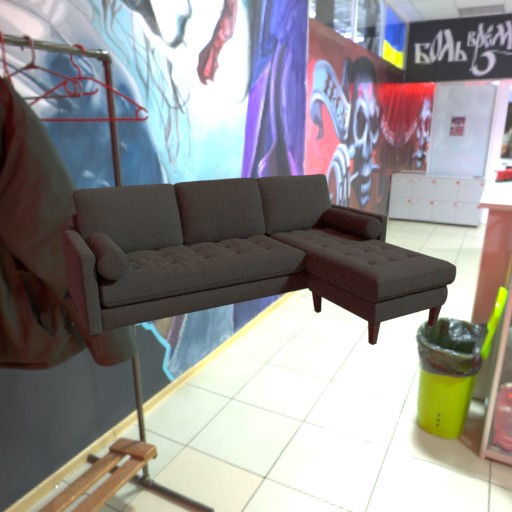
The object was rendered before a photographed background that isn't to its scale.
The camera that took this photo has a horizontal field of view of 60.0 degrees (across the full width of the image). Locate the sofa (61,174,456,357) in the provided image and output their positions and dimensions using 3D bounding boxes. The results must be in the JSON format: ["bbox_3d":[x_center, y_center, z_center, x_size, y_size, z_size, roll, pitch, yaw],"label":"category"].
[{"bbox_3d":[0.000,0.000,2.890,2.178,0.876,1.506,-9,18,-28],"label":"sofa"}]
